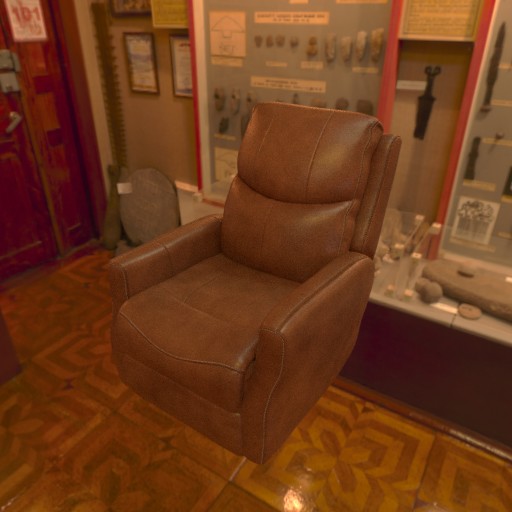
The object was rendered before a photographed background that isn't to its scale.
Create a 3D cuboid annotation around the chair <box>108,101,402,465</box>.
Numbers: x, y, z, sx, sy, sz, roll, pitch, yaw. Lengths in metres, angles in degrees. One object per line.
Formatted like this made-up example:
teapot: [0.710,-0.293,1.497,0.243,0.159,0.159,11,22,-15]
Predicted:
chair: [0.000,0.000,1.749,0.821,1.016,1.072,18,34,29]
